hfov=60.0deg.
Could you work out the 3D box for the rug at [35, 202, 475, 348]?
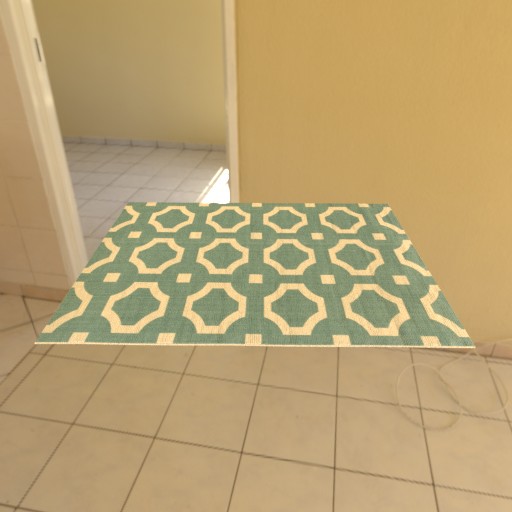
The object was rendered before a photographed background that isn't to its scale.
[{"bbox_3d":[0.000,0.000,4.125,3.049,0.021,2.466,0,30,1],"label":"rug"}]
